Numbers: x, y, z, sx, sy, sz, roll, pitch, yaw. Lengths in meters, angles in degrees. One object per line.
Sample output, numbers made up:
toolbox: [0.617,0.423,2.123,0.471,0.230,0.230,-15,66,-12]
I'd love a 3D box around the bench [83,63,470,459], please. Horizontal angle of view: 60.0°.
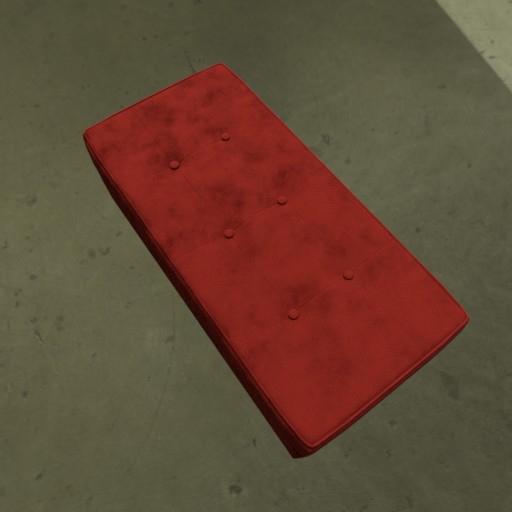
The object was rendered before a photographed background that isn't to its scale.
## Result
bench: [0.000,0.000,1.298,0.492,0.471,1.016,-33,69,-15]
